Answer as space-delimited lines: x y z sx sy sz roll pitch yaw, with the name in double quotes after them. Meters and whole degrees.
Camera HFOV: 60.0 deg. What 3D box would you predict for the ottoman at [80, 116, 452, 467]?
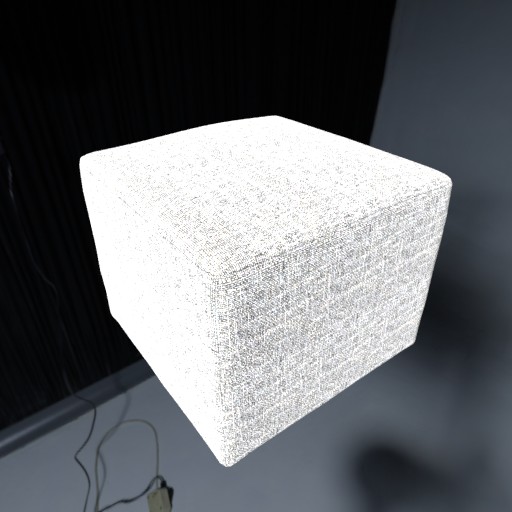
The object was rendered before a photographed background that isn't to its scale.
0.000 0.000 0.923 0.512 0.453 0.521 -22 38 -30 "ottoman"
